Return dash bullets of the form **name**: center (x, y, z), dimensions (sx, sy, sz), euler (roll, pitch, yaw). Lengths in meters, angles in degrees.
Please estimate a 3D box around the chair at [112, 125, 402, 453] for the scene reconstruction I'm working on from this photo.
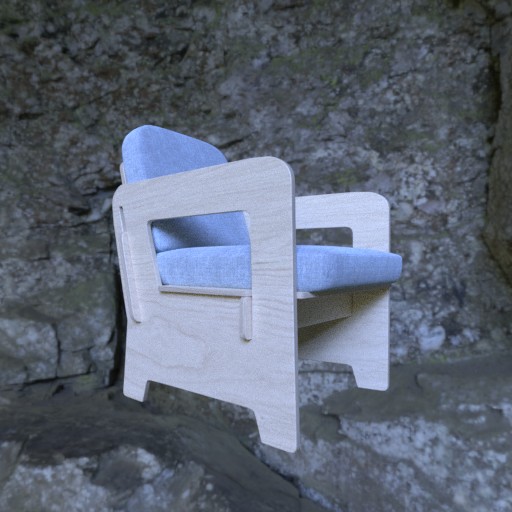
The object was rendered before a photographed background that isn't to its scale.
- **chair**: center (0.000, 0.000, 1.275), dimensions (0.710, 0.800, 0.590), euler (-1, -1, 36)
